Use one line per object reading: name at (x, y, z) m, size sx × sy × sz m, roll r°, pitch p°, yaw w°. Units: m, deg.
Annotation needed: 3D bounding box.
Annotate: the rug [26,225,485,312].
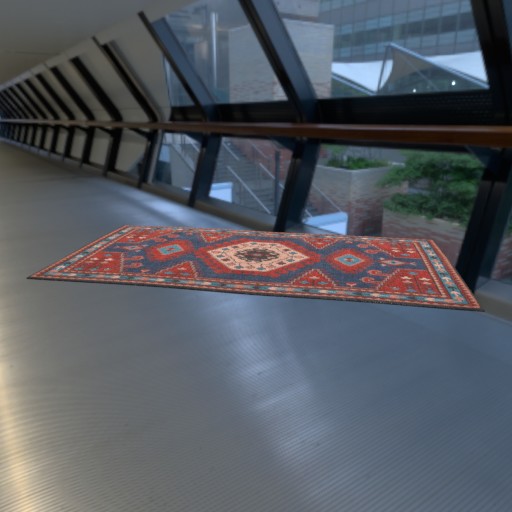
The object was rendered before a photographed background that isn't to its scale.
rug at (0.000, 0.000, 3.586) m, size 3.032 × 0.034 × 1.522 m, roll 3°, pitch 19°, yaw 10°
